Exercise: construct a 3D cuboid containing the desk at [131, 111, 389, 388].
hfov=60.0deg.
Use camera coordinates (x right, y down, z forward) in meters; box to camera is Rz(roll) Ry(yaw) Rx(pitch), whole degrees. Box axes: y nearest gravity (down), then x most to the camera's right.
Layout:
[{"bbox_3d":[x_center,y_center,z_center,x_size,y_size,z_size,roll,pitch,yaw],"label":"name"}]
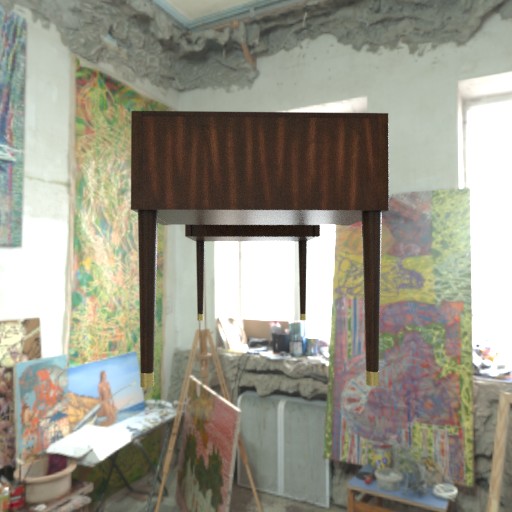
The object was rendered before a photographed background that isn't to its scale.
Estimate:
[{"bbox_3d":[0.000,0.000,2.003,0.724,0.762,1.575,0,-1,-1],"label":"desk"}]
